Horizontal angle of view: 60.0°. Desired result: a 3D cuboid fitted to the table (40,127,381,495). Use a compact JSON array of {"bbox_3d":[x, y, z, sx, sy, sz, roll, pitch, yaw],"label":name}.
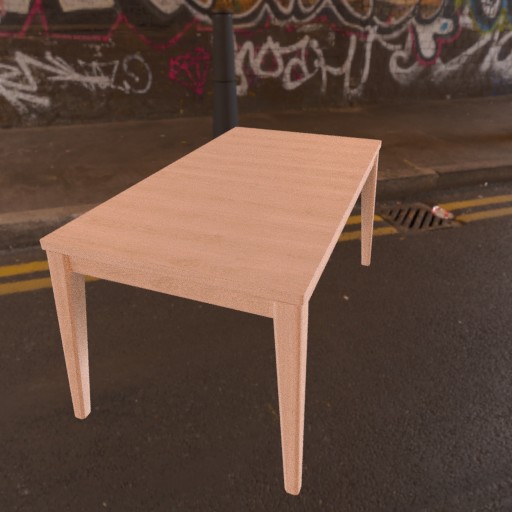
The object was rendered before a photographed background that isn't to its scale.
[{"bbox_3d":[0.000,0.000,2.037,0.900,0.760,1.600,11,31,18],"label":"table"}]
